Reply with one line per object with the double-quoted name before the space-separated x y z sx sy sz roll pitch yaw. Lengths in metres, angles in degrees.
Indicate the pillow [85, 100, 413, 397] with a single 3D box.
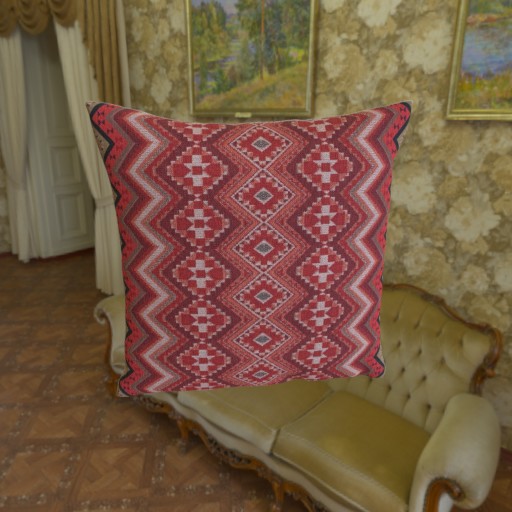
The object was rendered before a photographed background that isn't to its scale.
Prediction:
"pillow" 0.000 0.000 0.764 0.513 0.511 0.158 -2 17 -7
